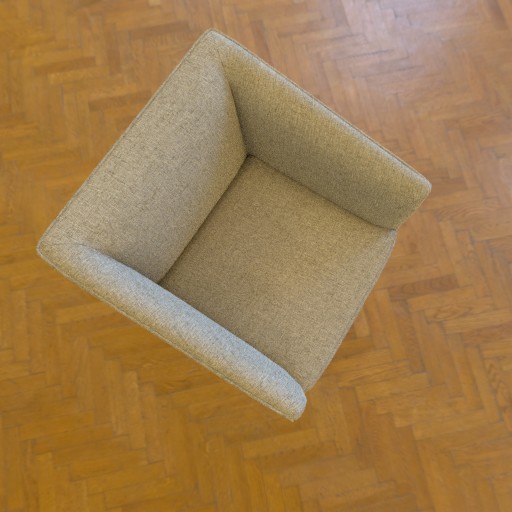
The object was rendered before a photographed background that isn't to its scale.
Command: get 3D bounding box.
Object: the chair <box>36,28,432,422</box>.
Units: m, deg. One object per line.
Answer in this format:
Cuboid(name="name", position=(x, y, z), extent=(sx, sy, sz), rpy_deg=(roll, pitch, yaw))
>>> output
Cuboid(name="chair", position=(0.000, 0.000, 1.222), extent=(0.623, 0.760, 0.628), rpy_deg=(31, 77, 8))
